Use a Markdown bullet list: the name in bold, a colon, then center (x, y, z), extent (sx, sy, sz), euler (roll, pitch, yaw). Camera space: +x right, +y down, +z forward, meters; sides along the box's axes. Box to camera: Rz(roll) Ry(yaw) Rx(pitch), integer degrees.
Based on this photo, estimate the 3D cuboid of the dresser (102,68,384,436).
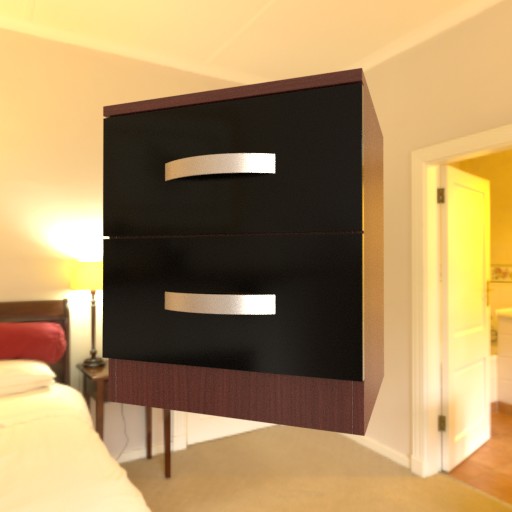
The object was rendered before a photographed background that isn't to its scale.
- **dresser**: center (0.000, 0.000, 0.770), extent (0.400, 0.470, 0.360), euler (0, -1, 20)
